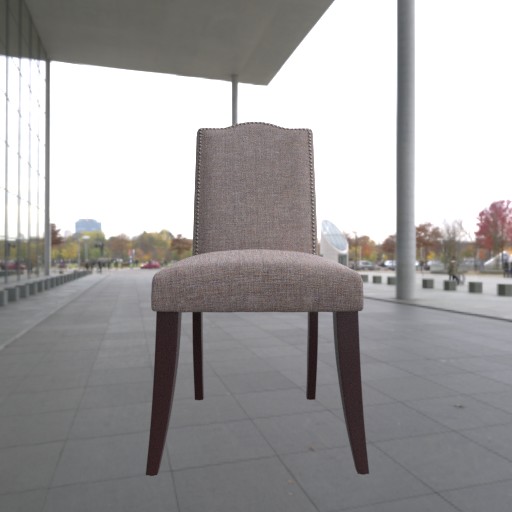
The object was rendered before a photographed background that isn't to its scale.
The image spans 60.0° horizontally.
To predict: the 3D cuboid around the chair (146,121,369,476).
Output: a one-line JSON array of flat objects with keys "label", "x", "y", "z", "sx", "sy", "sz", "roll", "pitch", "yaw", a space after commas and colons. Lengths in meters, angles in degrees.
[{"label": "chair", "x": 0.000, "y": 0.000, "z": 1.351, "sx": 0.513, "sy": 1.016, "sz": 0.660, "roll": 0, "pitch": -1, "yaw": -1}]
